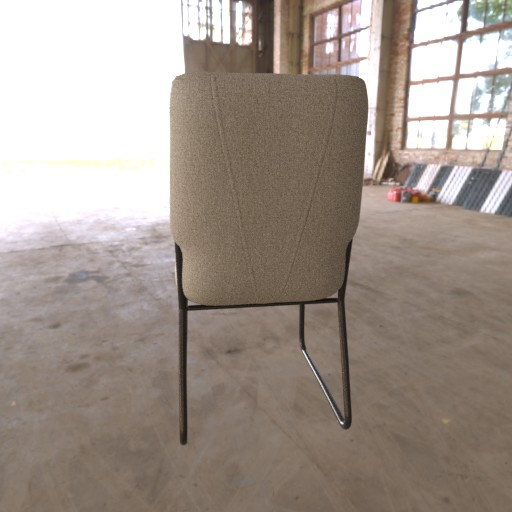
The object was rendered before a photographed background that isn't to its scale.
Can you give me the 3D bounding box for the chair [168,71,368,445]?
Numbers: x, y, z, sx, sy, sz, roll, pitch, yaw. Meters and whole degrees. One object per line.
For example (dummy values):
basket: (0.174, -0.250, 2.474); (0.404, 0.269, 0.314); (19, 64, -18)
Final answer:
chair: (0.000, 0.000, 1.203); (0.448, 0.864, 0.560); (-2, 15, -8)
